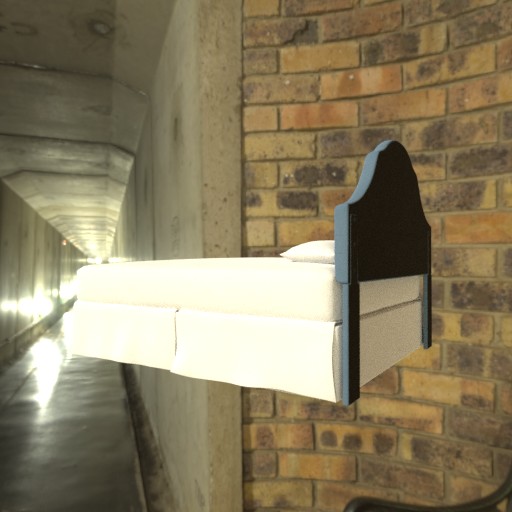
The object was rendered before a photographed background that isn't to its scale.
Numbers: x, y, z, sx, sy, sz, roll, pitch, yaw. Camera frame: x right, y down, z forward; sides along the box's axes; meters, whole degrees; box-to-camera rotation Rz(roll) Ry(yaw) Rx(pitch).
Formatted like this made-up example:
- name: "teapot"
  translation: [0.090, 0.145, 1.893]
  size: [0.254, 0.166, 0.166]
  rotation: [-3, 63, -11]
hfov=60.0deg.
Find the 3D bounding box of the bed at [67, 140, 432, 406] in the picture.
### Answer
- name: "bed"
  translation: [0.000, 0.000, 3.840]
  size: [2.477, 1.617, 2.039]
  rotation: [0, -1, 34]
